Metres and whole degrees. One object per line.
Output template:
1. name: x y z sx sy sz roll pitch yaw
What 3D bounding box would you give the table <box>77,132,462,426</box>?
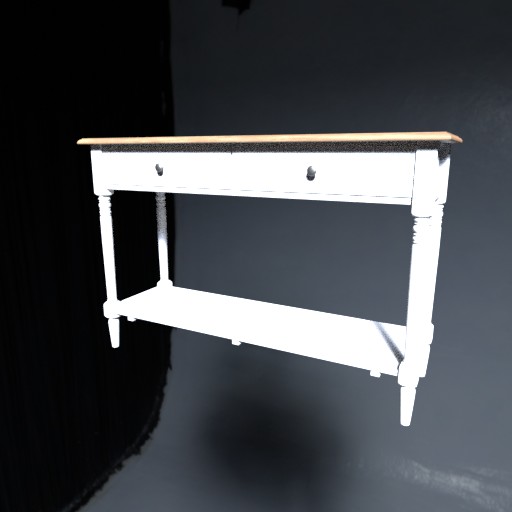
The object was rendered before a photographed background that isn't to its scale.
1. table: 0.000 0.000 1.551 1.219 0.800 0.399 7 15 27
